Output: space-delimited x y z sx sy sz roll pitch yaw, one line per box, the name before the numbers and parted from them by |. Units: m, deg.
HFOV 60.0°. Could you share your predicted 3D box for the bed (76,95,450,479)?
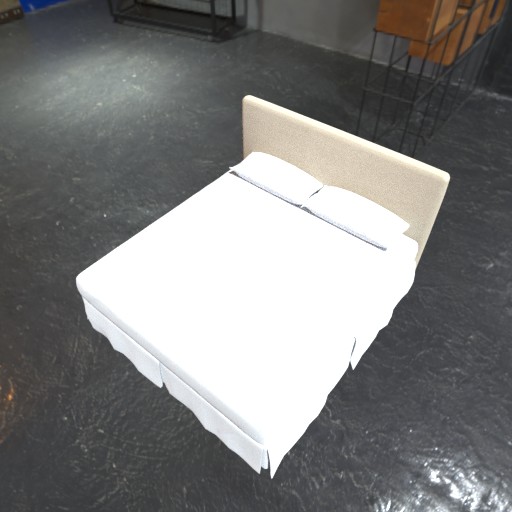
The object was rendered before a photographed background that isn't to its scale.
bed | 0.000 0.000 3.664 2.119 1.317 2.319 31 54 26
